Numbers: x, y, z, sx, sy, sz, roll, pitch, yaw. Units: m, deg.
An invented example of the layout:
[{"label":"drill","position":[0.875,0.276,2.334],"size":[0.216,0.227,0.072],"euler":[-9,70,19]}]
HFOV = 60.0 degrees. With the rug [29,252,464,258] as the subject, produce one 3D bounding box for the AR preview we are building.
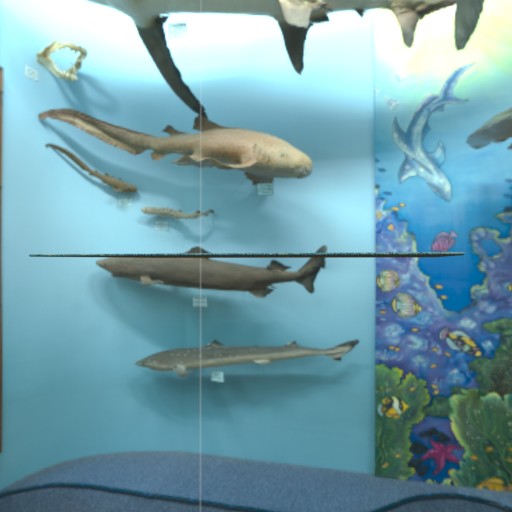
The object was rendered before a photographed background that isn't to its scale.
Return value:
[{"label":"rug","position":[0.000,0.000,3.065],"size":[2.438,0.015,1.524],"euler":[0,-1,18]}]
